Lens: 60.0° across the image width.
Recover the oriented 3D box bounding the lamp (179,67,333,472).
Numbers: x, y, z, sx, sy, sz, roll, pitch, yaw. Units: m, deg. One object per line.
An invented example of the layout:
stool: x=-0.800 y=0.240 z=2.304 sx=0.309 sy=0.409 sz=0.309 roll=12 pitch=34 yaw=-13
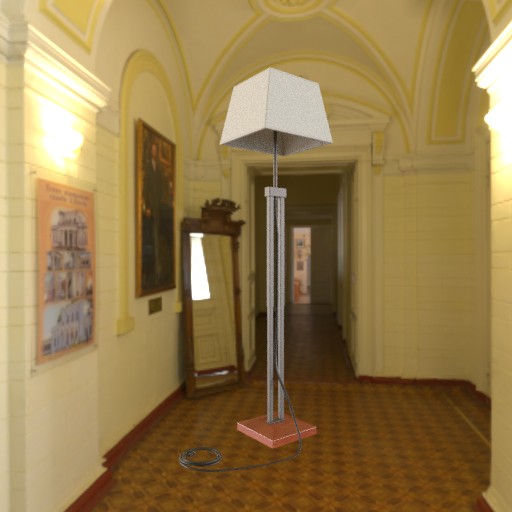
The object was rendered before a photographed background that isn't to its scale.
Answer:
lamp: x=0.000 y=0.000 z=2.020 sx=0.745 sy=1.712 sz=0.472 roll=0 pitch=0 yaw=-37
